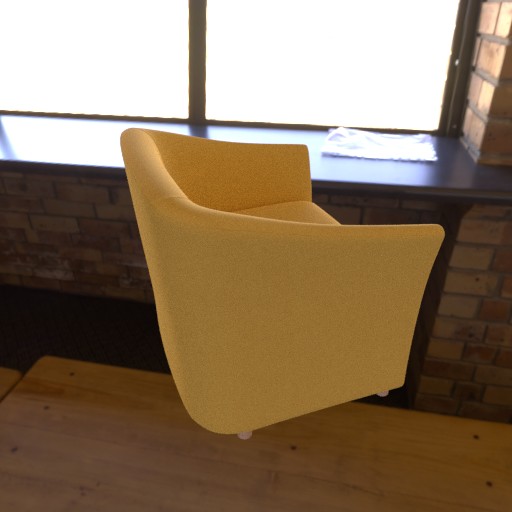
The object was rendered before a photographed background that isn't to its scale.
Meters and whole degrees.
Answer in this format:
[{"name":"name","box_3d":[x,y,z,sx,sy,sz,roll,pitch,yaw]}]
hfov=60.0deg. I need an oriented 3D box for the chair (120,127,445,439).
[{"name":"chair","box_3d":[0.000,0.000,1.379,0.700,0.720,0.790,-10,31,-17]}]
